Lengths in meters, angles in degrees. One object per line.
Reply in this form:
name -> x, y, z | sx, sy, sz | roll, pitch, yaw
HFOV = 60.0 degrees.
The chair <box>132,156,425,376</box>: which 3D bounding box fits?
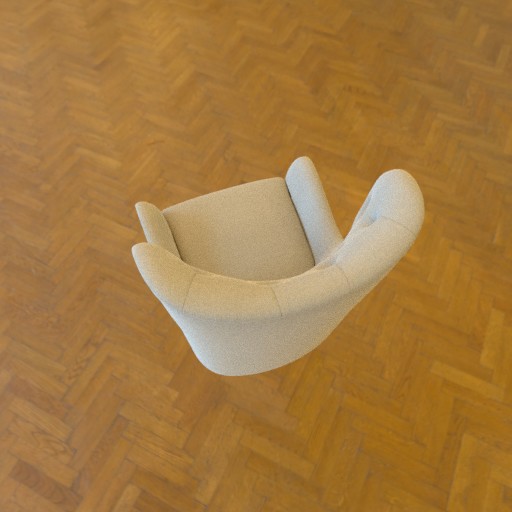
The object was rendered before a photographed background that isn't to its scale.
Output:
chair -> 0.000, 0.000, 1.767 | 0.831, 1.079, 0.929 | -17, 60, -10
